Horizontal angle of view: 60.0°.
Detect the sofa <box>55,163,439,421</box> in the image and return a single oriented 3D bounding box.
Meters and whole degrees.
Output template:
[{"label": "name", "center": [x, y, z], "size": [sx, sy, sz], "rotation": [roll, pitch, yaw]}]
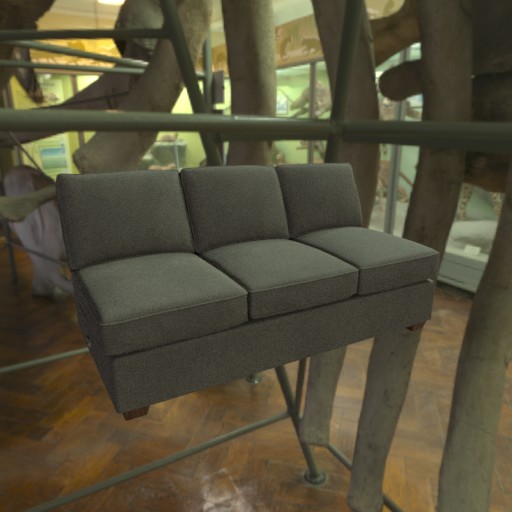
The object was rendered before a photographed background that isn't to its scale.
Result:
[{"label": "sofa", "center": [0.000, 0.000, 2.548], "size": [1.962, 0.973, 1.027], "rotation": [-9, 19, -28]}]
